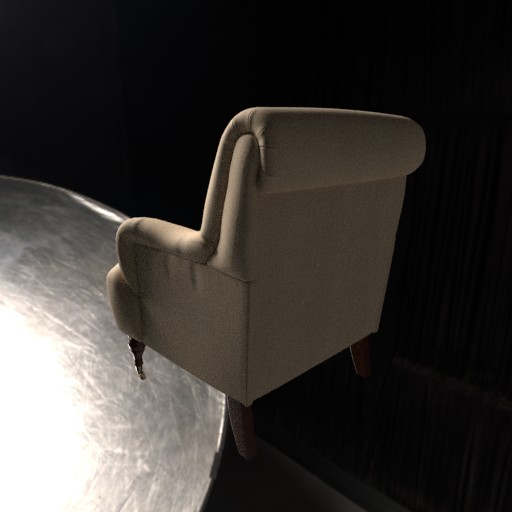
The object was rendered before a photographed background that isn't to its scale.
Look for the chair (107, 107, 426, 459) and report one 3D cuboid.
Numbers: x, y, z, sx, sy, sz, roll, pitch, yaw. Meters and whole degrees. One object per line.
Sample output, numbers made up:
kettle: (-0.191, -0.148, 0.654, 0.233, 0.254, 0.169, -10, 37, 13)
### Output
chair: (0.000, 0.000, 1.538, 0.842, 0.944, 0.766, 15, 21, 43)
